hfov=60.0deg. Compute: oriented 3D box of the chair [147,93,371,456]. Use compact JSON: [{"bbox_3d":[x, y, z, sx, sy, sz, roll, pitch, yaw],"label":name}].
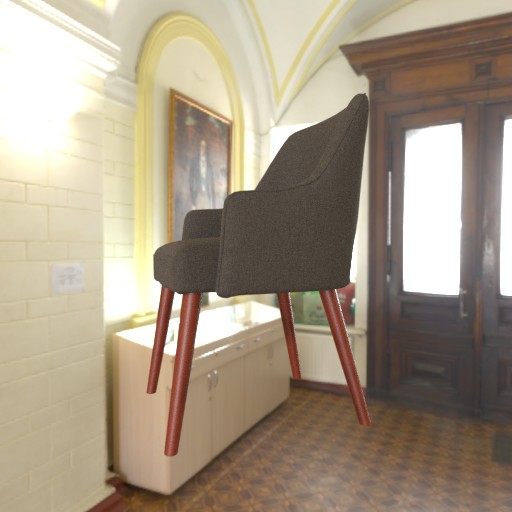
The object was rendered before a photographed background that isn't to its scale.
[{"bbox_3d":[0.000,0.000,1.231,0.560,0.838,0.559,0,1,-19],"label":"chair"}]
